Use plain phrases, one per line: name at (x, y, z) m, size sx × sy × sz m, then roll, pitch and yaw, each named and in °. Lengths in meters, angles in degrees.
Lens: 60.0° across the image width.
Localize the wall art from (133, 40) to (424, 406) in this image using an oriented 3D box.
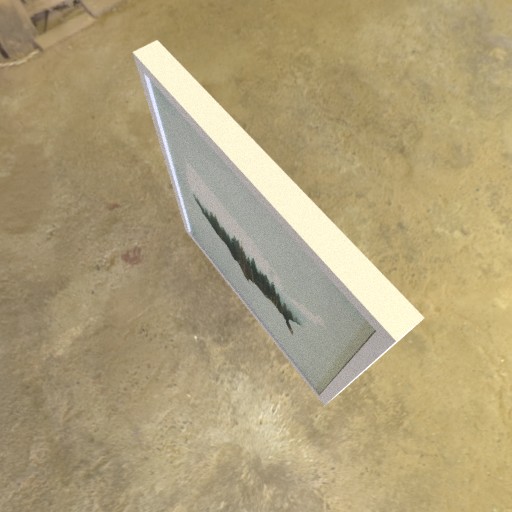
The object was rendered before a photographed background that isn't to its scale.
wall art at (0.000, 0.000, 0.759) m, size 0.040 × 0.509 × 0.509 m, roll -35°, pitch 69°, yaw -15°
